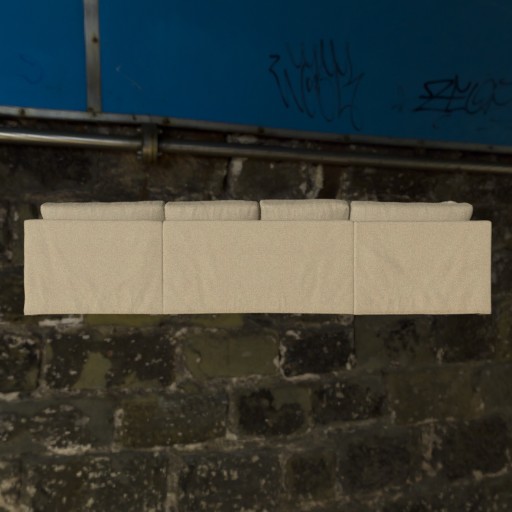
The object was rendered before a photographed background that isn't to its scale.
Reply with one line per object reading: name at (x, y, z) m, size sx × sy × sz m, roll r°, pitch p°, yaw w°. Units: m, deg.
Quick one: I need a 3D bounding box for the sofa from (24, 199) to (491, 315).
sofa at (0.000, 0.000, 4.441) m, size 3.460 × 0.882 × 2.427 m, roll 0°, pitch 0°, yaw 0°
